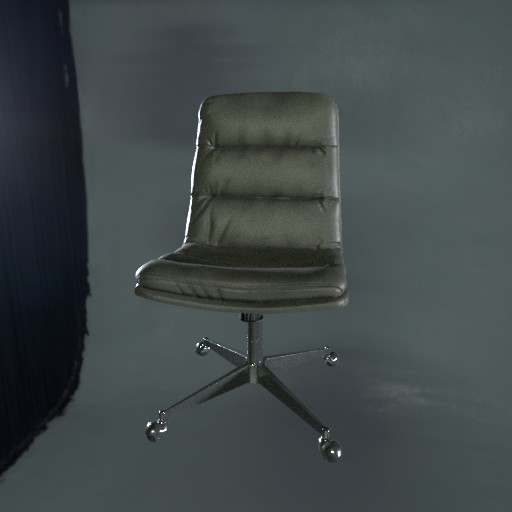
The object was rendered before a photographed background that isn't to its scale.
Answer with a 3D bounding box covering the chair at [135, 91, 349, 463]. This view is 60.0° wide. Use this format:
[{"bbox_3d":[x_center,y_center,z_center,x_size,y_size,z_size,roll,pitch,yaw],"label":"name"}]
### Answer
[{"bbox_3d":[0.000,0.000,1.021,0.422,0.738,0.485,2,16,8],"label":"chair"}]
